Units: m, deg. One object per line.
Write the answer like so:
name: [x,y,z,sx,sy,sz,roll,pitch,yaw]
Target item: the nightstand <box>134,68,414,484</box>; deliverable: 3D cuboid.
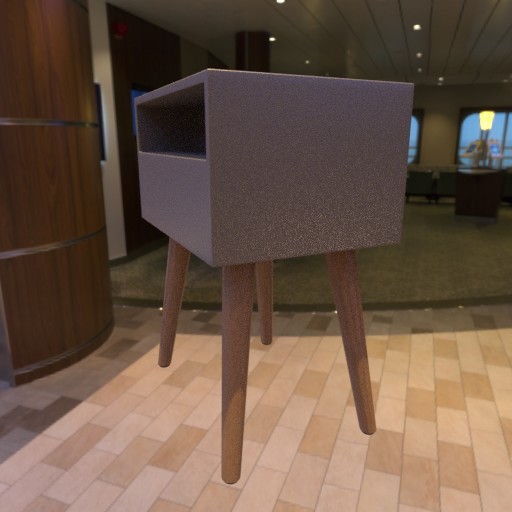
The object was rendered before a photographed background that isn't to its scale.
nightstand: [0.000,0.000,0.729,0.288,0.508,0.370,-7,16,-25]
